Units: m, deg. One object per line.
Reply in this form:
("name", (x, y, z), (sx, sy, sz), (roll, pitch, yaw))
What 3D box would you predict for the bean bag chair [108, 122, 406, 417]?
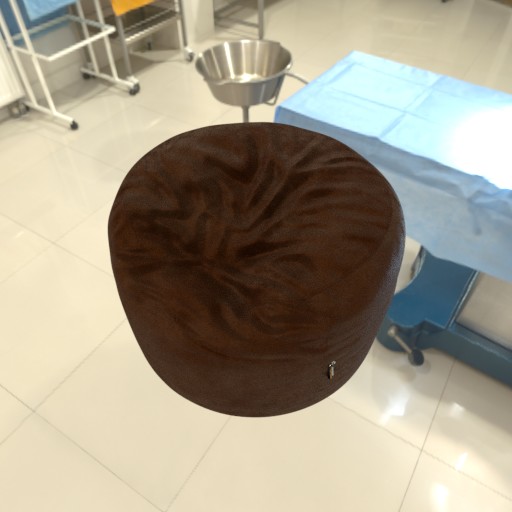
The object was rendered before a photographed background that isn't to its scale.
("bean bag chair", (0.000, 0.000, 1.494), (0.918, 0.616, 0.918), (0, 47, 0))
